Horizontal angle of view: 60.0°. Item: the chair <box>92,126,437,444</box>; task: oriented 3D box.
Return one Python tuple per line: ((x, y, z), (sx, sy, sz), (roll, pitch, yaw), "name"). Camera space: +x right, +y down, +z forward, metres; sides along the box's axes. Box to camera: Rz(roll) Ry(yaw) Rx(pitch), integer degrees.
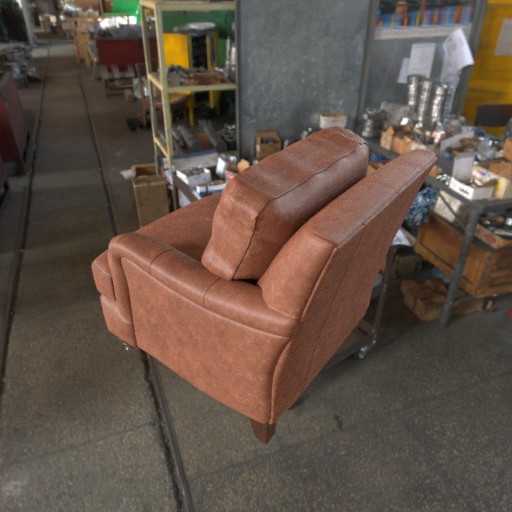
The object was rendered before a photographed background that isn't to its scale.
((0.000, 0.000, 1.969), (1.158, 1.055, 0.986), (21, 37, 30), "chair")
